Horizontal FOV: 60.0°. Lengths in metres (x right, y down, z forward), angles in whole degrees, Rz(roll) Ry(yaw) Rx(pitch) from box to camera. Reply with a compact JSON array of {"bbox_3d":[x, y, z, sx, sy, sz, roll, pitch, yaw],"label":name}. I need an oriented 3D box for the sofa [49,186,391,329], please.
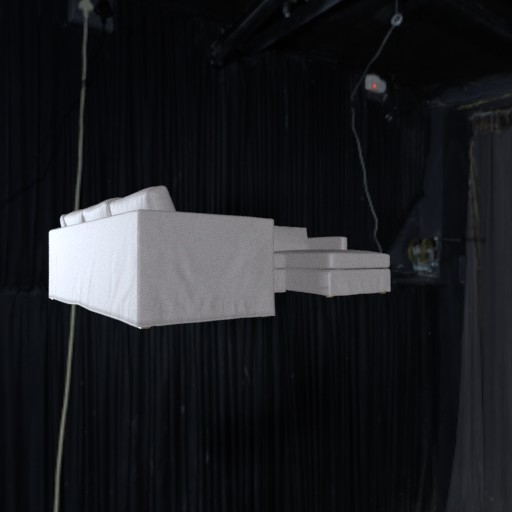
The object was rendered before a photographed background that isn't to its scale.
[{"bbox_3d":[0.000,0.000,4.540,3.460,0.882,2.427,0,0,-36],"label":"sofa"}]
